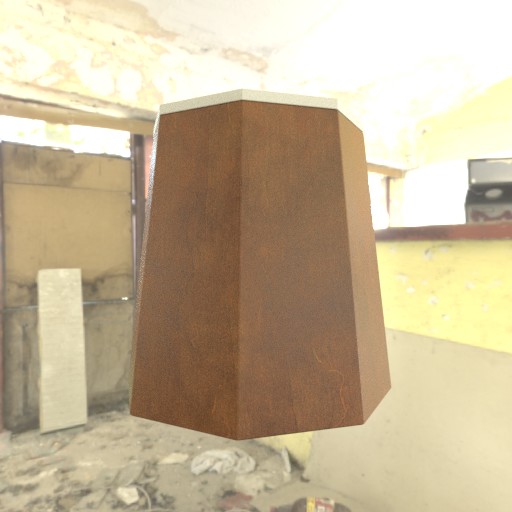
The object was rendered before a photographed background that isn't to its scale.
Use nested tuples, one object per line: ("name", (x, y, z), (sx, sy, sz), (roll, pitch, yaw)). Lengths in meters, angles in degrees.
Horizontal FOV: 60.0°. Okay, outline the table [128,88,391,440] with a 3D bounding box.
("table", (0.000, 0.000, 0.784), (0.439, 0.457, 0.439), (0, 1, -19))
